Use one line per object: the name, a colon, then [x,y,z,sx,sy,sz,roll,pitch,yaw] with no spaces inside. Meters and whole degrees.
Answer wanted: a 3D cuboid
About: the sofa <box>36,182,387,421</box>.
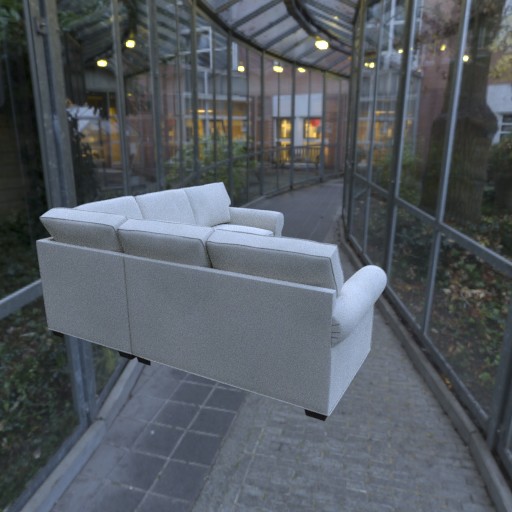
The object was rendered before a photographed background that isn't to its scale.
sofa: [0.000,0.000,3.995,2.487,1.054,2.569,8,18,27]
